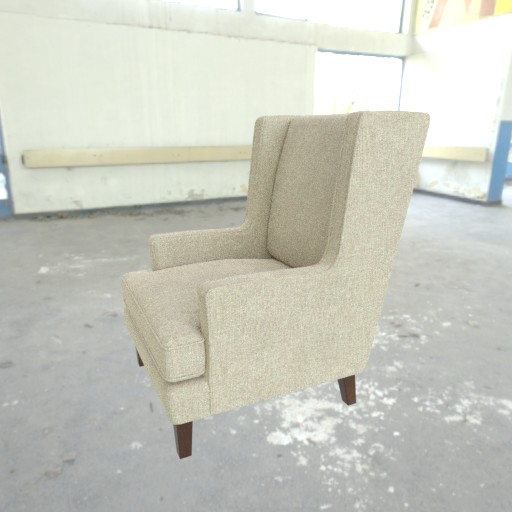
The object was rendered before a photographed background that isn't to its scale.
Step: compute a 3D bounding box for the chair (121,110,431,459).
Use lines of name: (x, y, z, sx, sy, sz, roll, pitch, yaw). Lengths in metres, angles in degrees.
chair: (0.000, 0.000, 1.750, 0.948, 1.082, 0.764, -8, 18, -25)
